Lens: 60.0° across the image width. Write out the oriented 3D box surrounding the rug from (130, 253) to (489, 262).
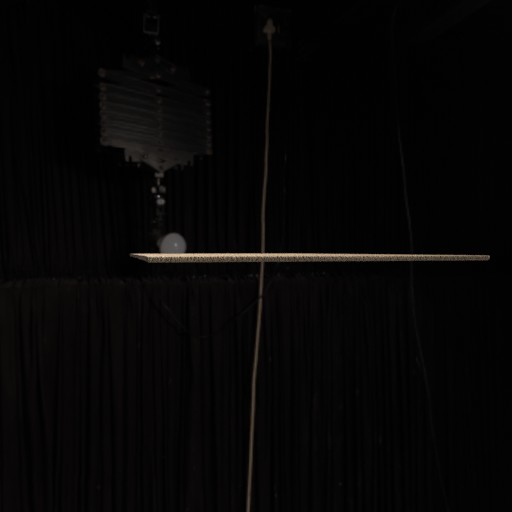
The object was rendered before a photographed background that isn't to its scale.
[{"bbox_3d":[0.000,0.000,3.413,1.800,0.025,2.699,0,1,-17],"label":"rug"}]
